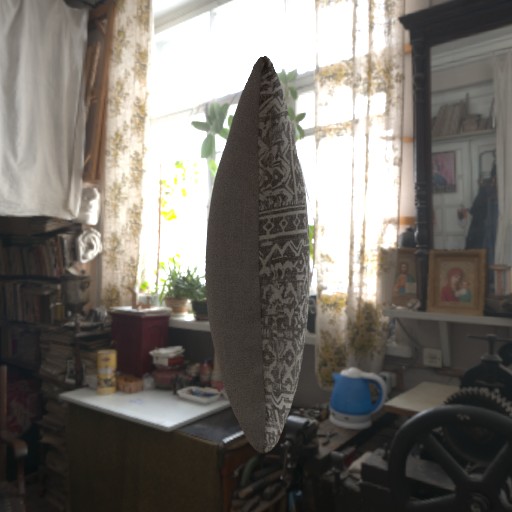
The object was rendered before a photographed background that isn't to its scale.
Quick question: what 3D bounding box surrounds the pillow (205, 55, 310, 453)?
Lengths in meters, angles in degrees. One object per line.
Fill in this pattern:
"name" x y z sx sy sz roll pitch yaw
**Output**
"pillow" 0.000 0.000 0.798 0.180 0.487 0.546 0 0 -2
